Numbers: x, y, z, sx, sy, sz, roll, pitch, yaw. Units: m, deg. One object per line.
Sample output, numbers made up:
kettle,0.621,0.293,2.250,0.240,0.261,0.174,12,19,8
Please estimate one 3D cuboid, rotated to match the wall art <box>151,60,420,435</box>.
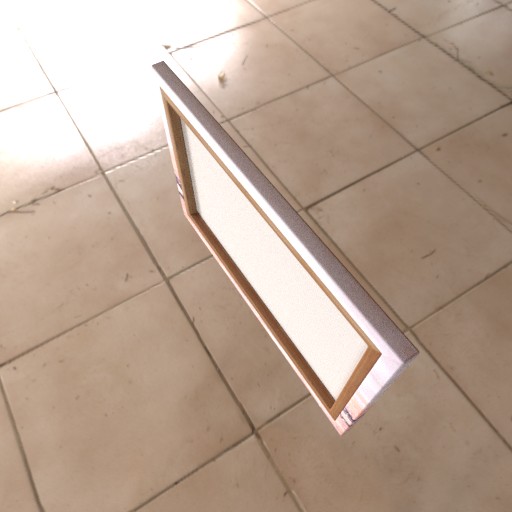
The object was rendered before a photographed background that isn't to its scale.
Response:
wall art,0.000,0.000,1.166,0.038,0.609,0.913,-29,62,-17
